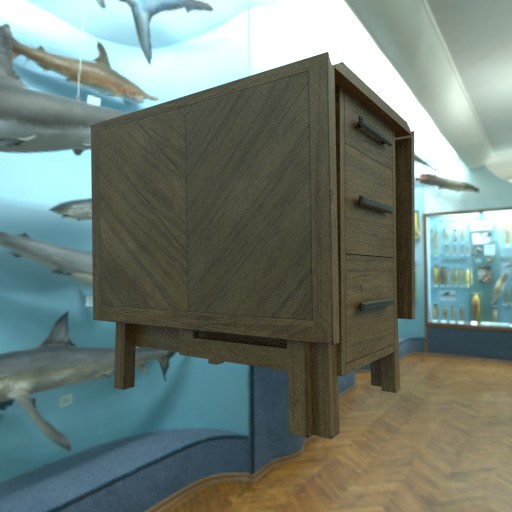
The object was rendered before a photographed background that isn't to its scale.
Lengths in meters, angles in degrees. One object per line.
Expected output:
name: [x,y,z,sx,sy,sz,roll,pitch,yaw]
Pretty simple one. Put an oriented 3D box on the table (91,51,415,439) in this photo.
table: [0.000,0.000,1.286,0.746,0.763,0.591,-1,-2,35]
